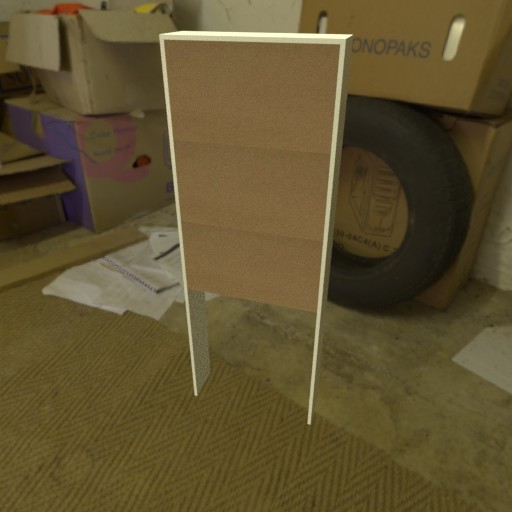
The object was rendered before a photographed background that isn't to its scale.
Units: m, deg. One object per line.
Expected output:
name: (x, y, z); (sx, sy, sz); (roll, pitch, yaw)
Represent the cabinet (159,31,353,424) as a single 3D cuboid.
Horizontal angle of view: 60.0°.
cabinet: (0.000, 0.000, 1.976); (0.643, 1.770, 0.192); (9, 31, 15)
